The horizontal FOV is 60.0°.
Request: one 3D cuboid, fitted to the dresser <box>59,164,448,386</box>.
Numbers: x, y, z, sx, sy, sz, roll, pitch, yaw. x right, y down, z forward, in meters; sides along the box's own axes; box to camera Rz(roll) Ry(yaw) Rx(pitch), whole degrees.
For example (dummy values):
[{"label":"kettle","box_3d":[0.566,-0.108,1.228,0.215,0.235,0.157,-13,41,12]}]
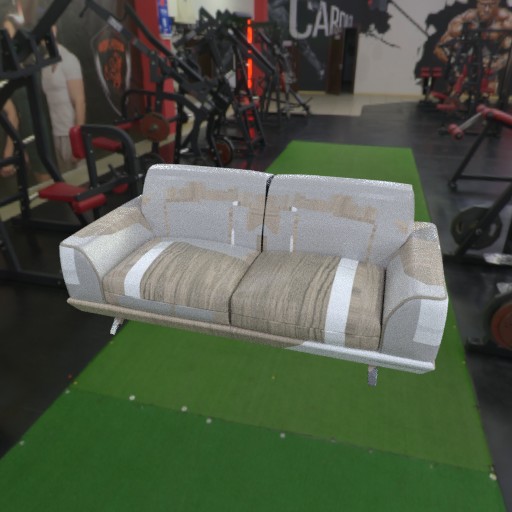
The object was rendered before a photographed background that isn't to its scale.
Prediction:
[{"label":"dresser","box_3d":[0.000,0.000,6.027,4.679,1.863,2.251,8,27,15]}]
